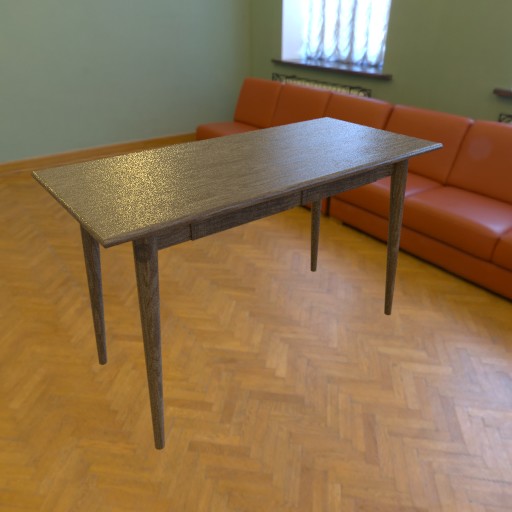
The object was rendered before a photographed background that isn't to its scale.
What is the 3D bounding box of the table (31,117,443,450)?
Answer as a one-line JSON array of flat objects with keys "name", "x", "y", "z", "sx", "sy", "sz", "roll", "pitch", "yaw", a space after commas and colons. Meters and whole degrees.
[{"name": "table", "x": 0.000, "y": 0.000, "z": 1.700, "sx": 1.300, "sy": 0.780, "sz": 0.599, "roll": -21, "pitch": 35, "yaw": -32}]
